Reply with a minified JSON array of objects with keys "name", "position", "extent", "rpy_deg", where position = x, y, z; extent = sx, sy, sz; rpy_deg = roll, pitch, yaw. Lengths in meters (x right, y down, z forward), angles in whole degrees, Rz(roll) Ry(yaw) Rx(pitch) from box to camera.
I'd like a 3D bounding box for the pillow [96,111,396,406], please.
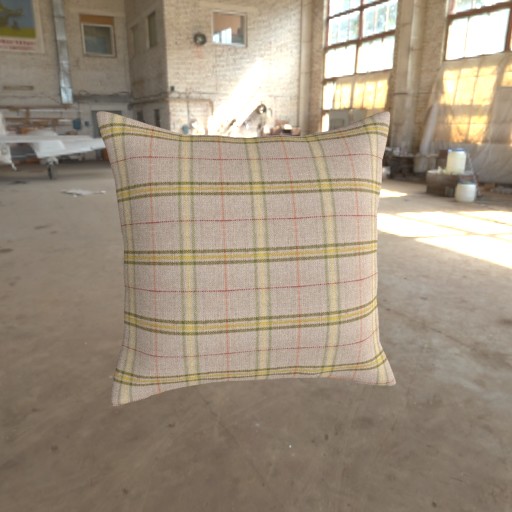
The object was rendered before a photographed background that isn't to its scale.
[{"name":"pillow","position":[0.000,0.000,0.684],"extent":[0.453,0.430,0.200],"rpy_deg":[-3,17,-9]}]
